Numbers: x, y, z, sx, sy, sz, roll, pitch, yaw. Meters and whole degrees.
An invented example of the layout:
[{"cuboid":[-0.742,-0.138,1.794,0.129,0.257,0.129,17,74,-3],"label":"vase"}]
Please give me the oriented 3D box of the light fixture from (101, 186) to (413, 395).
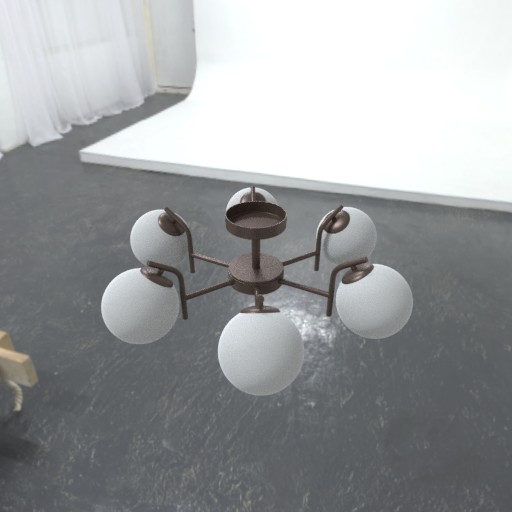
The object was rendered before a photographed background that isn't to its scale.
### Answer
[{"cuboid":[0.000,0.000,0.952,0.662,0.201,0.662,0,31,0],"label":"light fixture"}]
